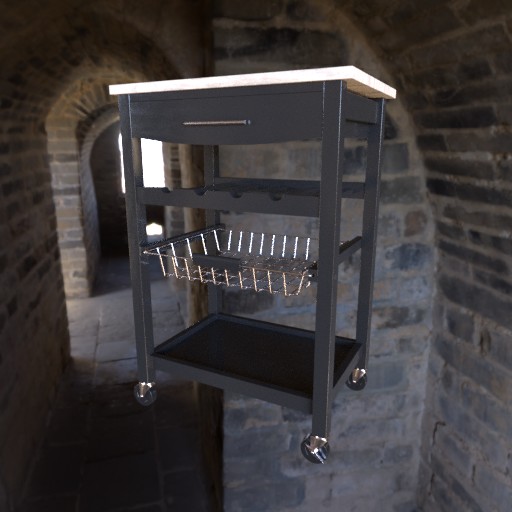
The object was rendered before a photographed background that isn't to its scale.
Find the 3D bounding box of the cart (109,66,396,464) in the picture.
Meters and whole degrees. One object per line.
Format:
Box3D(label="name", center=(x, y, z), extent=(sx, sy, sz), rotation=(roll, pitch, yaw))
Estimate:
Box3D(label="cart", center=(0.000, 0.000, 1.173), extent=(0.584, 0.839, 0.403), rotation=(7, 16, 27))
